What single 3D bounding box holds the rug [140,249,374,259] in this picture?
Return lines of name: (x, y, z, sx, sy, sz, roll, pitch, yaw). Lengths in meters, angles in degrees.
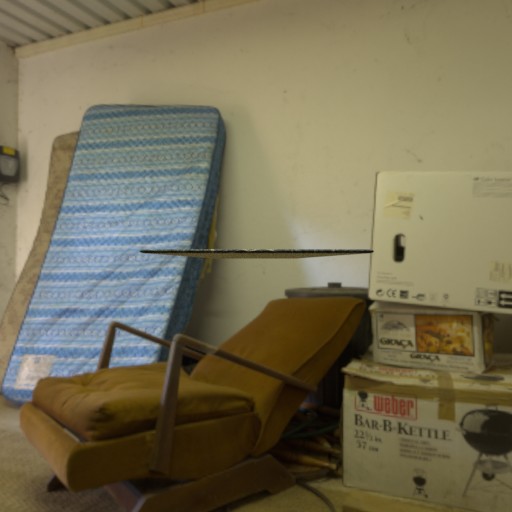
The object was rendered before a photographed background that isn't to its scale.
rug: (0.000, 0.000, 2.487, 0.719, 0.013, 2.306, 0, -1, 0)
